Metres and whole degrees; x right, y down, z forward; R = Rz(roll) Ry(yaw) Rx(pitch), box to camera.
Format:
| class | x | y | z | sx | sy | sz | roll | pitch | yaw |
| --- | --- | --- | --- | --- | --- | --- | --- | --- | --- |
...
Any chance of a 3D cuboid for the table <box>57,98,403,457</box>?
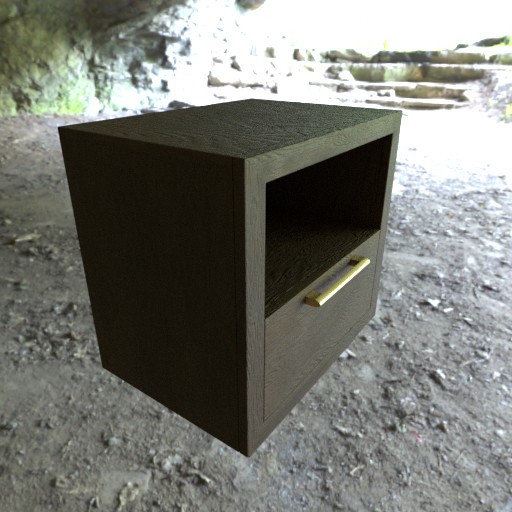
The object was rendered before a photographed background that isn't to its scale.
| class | x | y | z | sx | sy | sz | roll | pitch | yaw |
| --- | --- | --- | --- | --- | --- | --- | --- | --- | --- |
| table | 0.000 | 0.000 | 0.974 | 0.439 | 0.585 | 0.560 | 17 | 31 | 32 |
